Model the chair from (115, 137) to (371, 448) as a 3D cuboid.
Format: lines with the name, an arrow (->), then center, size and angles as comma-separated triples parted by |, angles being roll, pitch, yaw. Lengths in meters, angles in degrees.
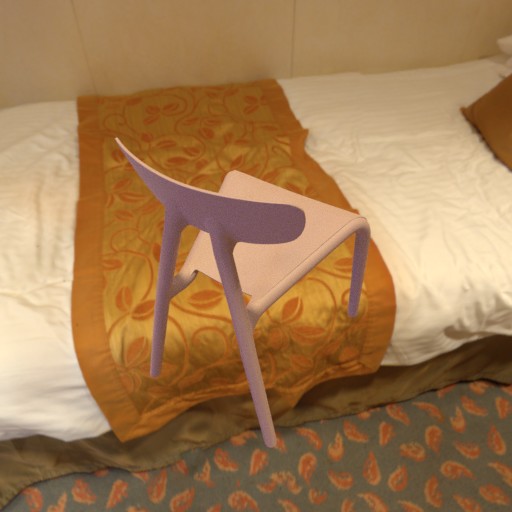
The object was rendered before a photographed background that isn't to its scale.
chair -> 0.000, 0.000, 0.838 | 0.356, 0.580, 0.401 | 24, 51, 21
